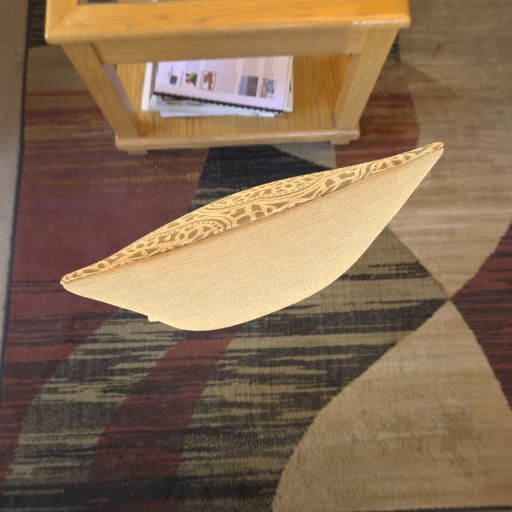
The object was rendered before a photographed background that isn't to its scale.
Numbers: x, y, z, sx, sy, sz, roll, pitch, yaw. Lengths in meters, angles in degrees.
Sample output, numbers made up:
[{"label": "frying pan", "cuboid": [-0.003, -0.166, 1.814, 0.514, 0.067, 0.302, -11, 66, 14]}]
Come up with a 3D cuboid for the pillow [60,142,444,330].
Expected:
[{"label": "pillow", "cuboid": [0.000, 0.000, 0.665, 0.438, 0.421, 0.167, -20, 78, -4]}]
